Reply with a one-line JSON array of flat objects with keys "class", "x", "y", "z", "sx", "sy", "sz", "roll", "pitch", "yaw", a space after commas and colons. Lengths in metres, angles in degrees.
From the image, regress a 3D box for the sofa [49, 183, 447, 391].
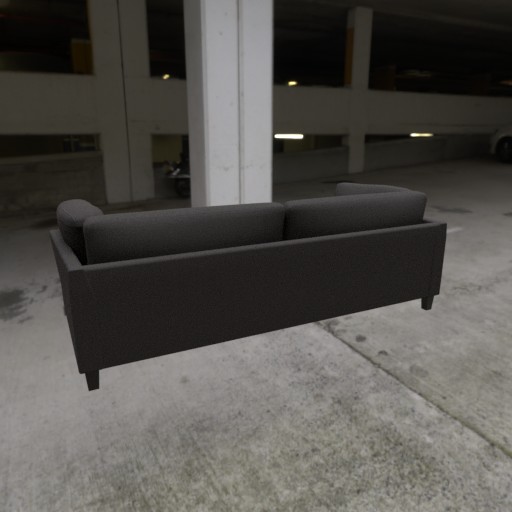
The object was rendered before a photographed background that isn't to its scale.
[{"class": "sofa", "x": 0.000, "y": 0.000, "z": 2.802, "sx": 2.312, "sy": 0.792, "sz": 0.969, "roll": -8, "pitch": 17, "yaw": -26}]
